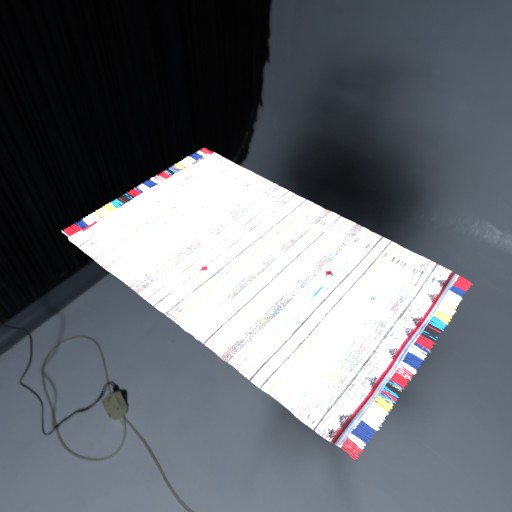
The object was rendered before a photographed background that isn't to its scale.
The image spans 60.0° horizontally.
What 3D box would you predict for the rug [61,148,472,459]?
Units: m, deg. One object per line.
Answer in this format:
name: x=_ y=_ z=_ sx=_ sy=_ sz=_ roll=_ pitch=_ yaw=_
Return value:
rug: x=0.000 y=0.000 z=3.002 sx=2.465 sy=0.012 sz=1.465 roll=31 pitch=53 yaw=27
